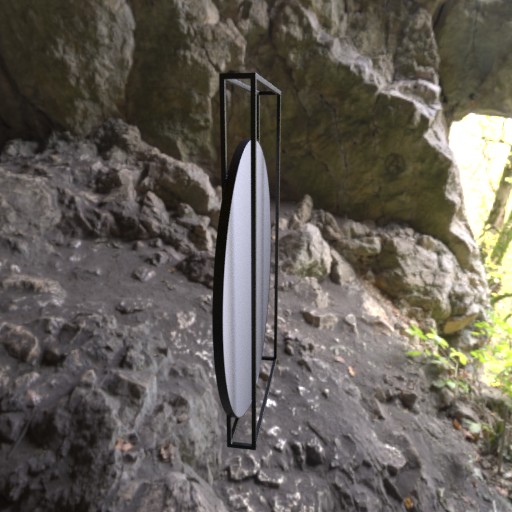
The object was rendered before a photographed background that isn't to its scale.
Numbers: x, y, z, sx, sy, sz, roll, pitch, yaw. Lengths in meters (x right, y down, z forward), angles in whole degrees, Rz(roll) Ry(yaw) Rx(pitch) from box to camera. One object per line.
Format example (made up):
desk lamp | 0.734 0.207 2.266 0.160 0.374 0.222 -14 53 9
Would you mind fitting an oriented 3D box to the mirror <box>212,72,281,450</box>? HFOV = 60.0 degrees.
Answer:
mirror | 0.000 0.000 0.830 0.051 0.603 0.508 3 16 9
